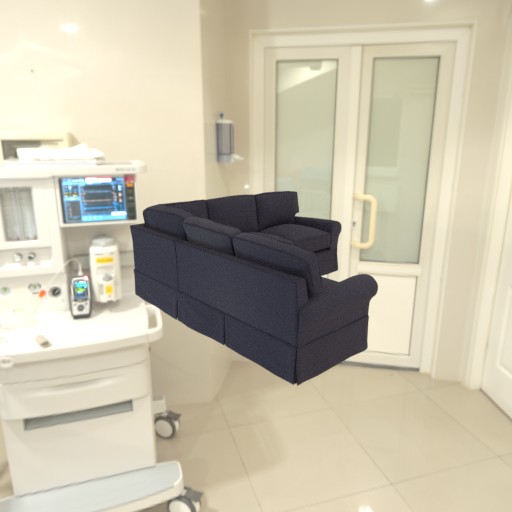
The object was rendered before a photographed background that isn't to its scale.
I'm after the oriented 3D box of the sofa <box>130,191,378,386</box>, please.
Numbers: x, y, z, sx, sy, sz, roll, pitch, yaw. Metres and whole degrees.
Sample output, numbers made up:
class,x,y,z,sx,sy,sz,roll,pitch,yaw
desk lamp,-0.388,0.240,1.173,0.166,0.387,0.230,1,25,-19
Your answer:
class,x,y,z,sx,sy,sz,roll,pitch,yaw
sofa,0.000,0.000,5.133,2.874,1.169,3.773,-3,16,-10
